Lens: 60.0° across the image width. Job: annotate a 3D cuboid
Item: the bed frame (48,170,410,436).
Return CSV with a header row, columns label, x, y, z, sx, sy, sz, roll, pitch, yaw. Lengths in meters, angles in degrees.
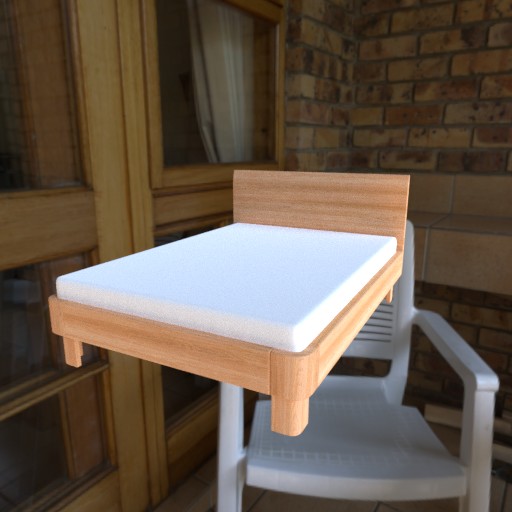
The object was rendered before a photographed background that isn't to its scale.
label,x,y,z,sx,sy,sz,roll,pitch,yaw
bed frame,0.000,0.000,2.806,1.472,0.940,1.992,7,16,27
